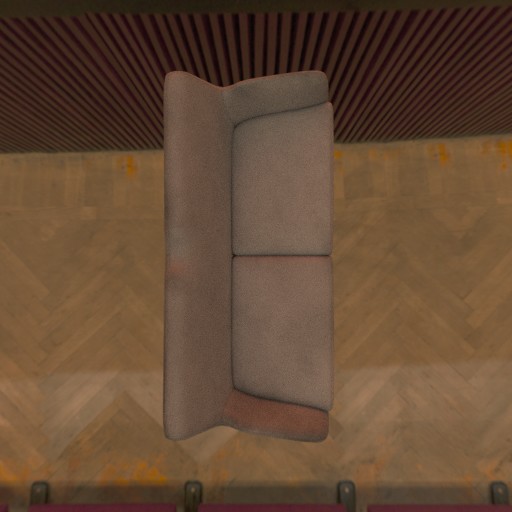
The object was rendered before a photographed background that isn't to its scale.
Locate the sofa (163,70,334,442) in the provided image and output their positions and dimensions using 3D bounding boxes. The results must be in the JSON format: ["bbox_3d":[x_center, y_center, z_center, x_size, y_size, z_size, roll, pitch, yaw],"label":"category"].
[{"bbox_3d":[0.000,0.000,2.380,0.850,0.810,1.870,0,89,1],"label":"sofa"}]
